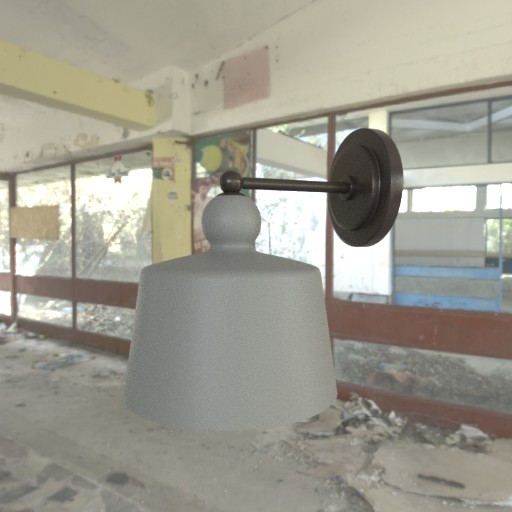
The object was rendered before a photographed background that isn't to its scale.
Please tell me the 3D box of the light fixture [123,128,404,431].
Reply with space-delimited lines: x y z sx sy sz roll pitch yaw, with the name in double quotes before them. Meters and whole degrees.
"light fixture" 0.000 0.000 0.440 0.254 0.268 0.204 -1 2 -19
